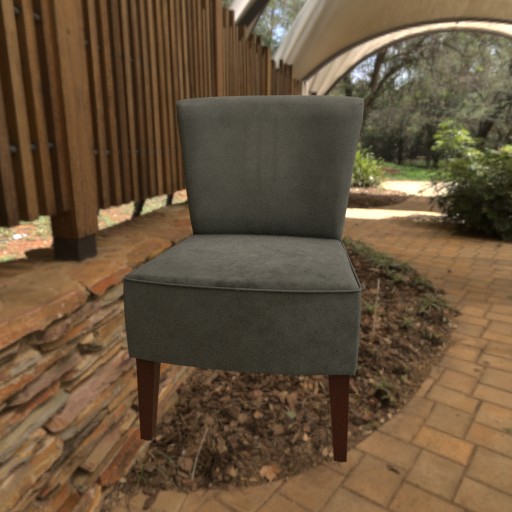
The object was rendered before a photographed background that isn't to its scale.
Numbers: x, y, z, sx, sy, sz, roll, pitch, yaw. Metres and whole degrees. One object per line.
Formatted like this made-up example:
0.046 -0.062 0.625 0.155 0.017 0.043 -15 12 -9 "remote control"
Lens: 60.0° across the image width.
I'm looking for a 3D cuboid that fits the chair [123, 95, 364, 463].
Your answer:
0.000 0.000 1.124 0.521 0.806 0.554 2 15 9 "chair"
